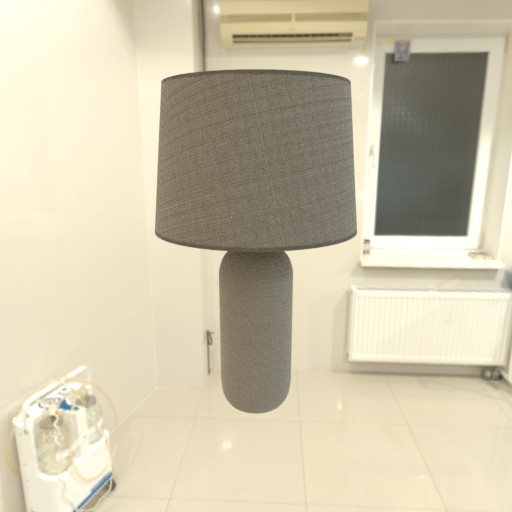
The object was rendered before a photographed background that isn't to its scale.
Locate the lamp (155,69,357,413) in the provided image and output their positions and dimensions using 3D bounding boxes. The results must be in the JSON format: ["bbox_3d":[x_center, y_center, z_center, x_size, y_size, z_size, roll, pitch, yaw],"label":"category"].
[{"bbox_3d":[0.000,0.000,0.836,0.367,0.609,0.367,0,14,0],"label":"lamp"}]
